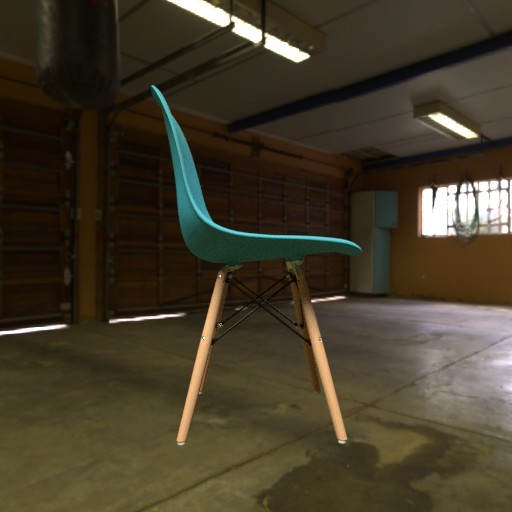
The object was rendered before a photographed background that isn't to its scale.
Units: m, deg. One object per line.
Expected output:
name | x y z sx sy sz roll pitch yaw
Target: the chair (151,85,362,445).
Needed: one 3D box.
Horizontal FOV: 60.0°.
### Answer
chair | 0.000 0.000 1.157 0.531 0.826 0.470 0 0 -1
